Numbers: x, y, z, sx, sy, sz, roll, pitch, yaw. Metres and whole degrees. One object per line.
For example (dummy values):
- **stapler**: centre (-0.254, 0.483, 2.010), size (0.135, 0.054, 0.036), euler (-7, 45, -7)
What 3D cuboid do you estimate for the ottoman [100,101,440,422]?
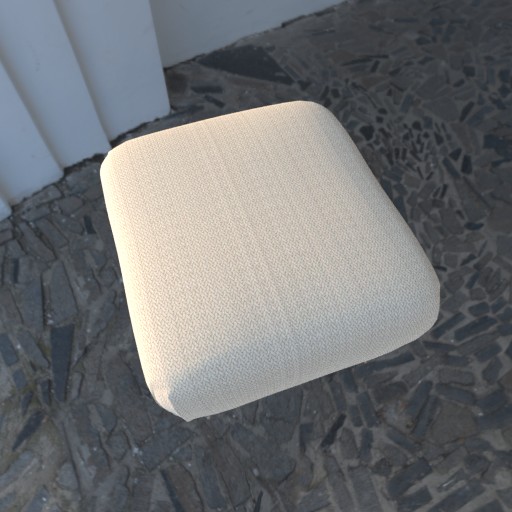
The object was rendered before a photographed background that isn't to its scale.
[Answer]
- **ottoman**: centre (0.000, 0.000, 1.111), size (0.622, 0.447, 0.684), euler (-16, 59, -10)
